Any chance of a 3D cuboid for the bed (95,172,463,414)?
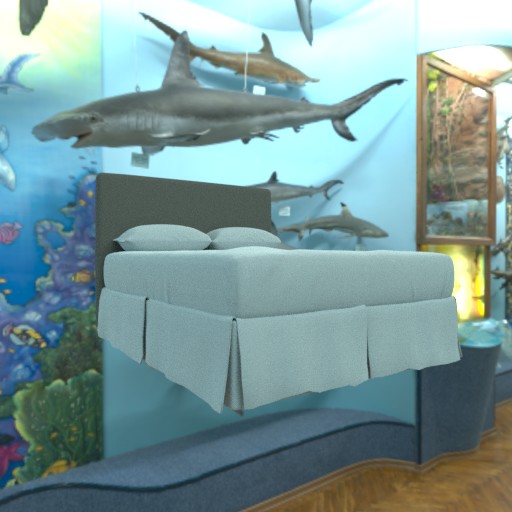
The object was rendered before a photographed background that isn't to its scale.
[{"bbox_3d":[0.000,0.000,3.137,1.748,1.330,2.142,0,1,-34],"label":"bed"}]
